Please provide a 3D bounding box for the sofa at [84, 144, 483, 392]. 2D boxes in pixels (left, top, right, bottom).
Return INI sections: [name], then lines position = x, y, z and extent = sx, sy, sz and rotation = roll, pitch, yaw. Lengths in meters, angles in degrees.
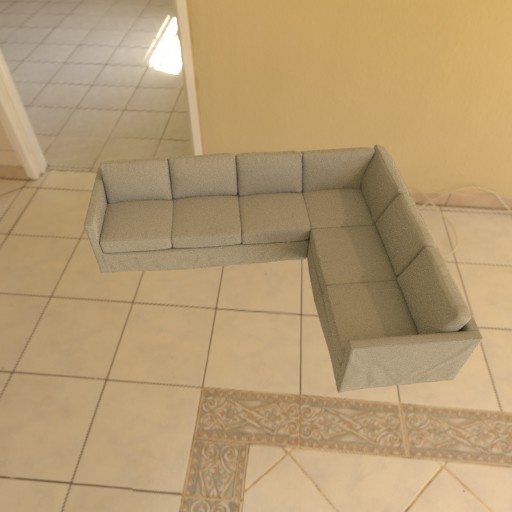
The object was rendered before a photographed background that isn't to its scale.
[sofa]
position = 0.000, 0.000, 4.181
extent = 3.182, 0.871, 2.432
rotation = -4, 48, -3
